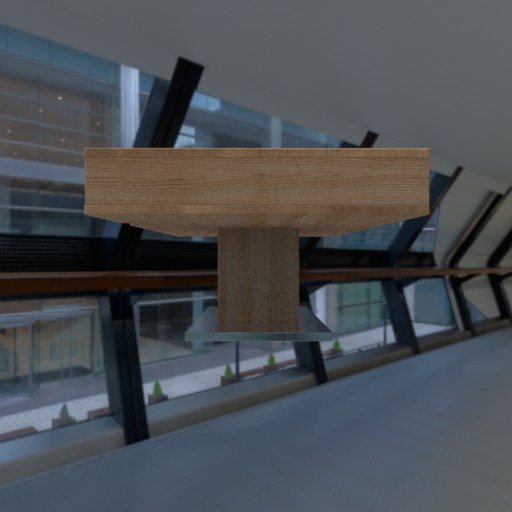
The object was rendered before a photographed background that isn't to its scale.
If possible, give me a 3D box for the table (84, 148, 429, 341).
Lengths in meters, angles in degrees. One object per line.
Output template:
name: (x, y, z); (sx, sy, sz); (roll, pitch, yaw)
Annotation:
table: (0.000, 0.000, 1.447); (0.700, 0.440, 1.100); (0, 0, 0)
